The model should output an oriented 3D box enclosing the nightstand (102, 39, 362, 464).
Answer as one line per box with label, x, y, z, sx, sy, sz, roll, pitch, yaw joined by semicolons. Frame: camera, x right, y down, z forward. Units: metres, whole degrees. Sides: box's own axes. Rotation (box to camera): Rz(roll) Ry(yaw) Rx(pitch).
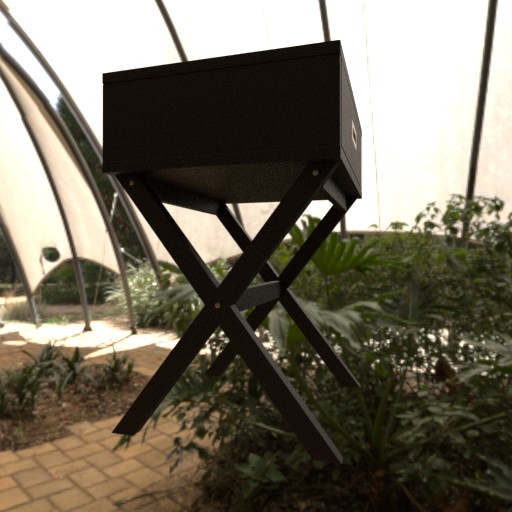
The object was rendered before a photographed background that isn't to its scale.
nightstand;0.000;0.000;0.924;0.402;0.623;0.479;0;0;17
